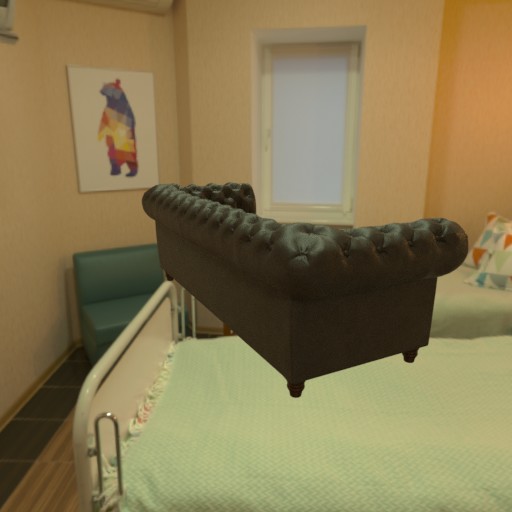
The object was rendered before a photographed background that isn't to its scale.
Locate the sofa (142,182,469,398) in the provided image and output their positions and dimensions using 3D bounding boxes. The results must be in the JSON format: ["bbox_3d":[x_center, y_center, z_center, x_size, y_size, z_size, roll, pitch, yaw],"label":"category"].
[{"bbox_3d":[0.000,0.000,2.846,0.944,0.783,2.385,-7,16,-26],"label":"sofa"}]
